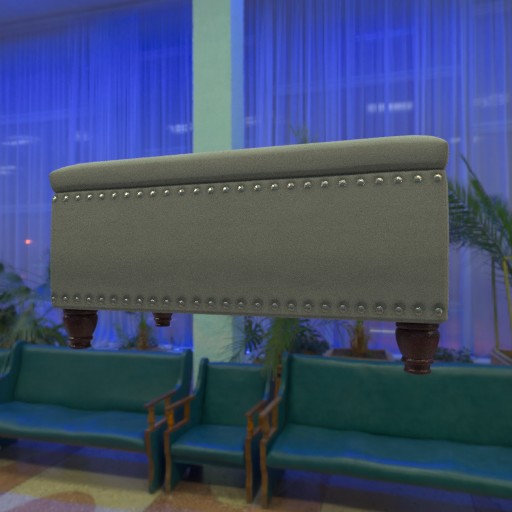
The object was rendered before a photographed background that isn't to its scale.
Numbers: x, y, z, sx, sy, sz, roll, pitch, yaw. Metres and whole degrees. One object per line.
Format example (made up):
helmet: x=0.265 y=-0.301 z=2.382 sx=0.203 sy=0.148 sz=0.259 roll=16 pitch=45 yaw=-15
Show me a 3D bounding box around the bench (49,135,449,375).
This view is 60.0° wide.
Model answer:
bench: x=0.000 y=0.000 z=1.151 sx=0.887 sy=0.449 sz=0.500 roll=0 pitch=-1 yaw=18
